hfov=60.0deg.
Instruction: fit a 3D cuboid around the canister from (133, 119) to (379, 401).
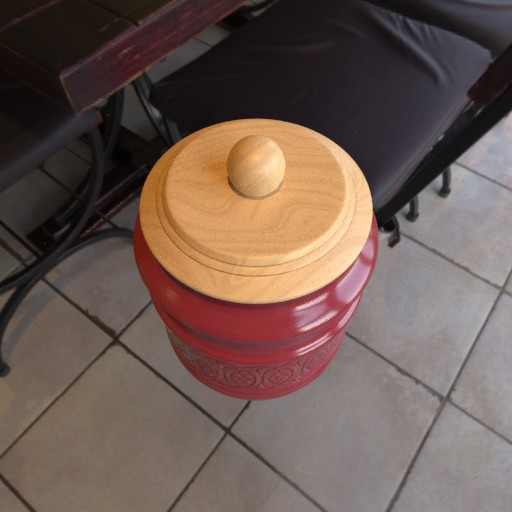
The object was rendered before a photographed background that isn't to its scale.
[{"bbox_3d":[0.000,0.000,0.261,0.130,0.176,0.130,0,58,0],"label":"canister"}]
